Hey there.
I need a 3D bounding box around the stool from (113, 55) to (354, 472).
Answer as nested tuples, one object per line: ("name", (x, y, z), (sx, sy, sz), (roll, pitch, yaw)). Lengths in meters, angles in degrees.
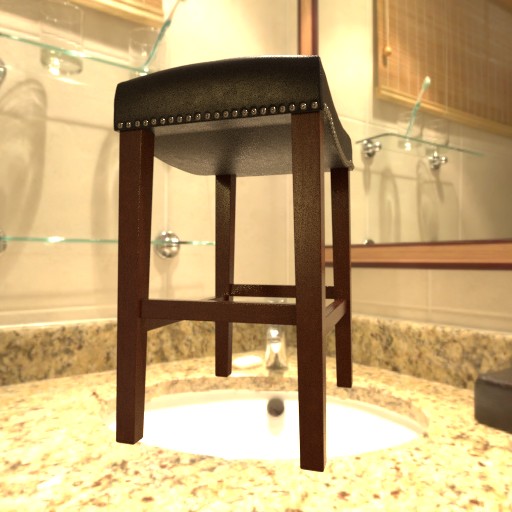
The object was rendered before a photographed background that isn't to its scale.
("stool", (0.000, 0.000, 0.947), (0.372, 0.654, 0.504), (0, 0, 17))
